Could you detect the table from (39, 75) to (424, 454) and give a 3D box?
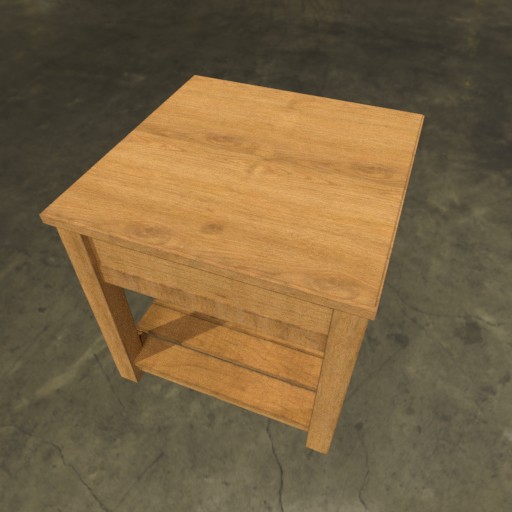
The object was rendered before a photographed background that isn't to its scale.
[{"bbox_3d":[0.000,0.000,1.129,0.612,0.593,0.616,15,48,15],"label":"table"}]
